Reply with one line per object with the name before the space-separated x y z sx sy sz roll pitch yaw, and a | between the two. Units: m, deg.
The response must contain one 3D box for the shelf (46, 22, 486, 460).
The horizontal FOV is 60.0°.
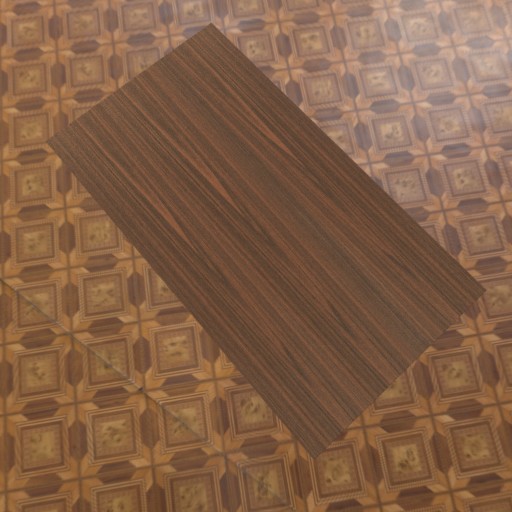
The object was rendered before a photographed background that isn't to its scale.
shelf | 0.000 0.000 1.337 0.498 0.750 0.902 -40 79 -10
